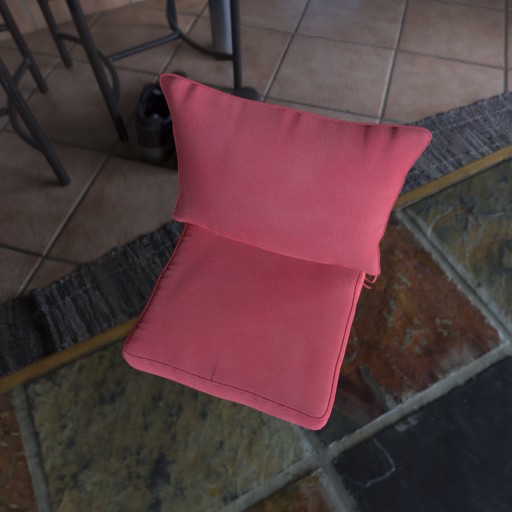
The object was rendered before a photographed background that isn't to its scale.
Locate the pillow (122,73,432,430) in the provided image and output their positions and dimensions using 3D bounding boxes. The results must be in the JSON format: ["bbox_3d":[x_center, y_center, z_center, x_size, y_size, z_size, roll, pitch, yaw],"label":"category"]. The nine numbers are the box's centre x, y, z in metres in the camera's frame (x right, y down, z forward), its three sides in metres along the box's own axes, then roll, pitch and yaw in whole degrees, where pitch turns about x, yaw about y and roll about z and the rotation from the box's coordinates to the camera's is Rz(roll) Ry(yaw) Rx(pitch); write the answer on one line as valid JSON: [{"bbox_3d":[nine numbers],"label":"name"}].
[{"bbox_3d":[0.000,0.000,1.348,0.798,0.725,0.733,16,59,10],"label":"pillow"}]
